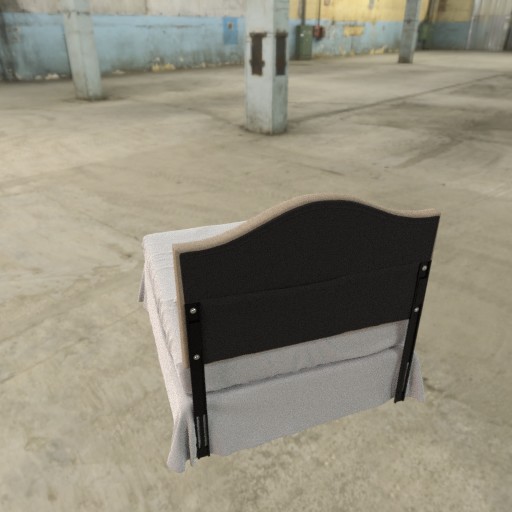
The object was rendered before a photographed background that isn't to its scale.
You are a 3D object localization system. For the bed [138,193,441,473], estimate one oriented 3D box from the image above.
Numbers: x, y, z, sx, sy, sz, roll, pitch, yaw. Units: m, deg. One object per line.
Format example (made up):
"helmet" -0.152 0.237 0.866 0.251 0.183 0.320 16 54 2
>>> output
"bed" 0.000 0.000 3.521 1.876 1.645 2.221 -9 28 -17
